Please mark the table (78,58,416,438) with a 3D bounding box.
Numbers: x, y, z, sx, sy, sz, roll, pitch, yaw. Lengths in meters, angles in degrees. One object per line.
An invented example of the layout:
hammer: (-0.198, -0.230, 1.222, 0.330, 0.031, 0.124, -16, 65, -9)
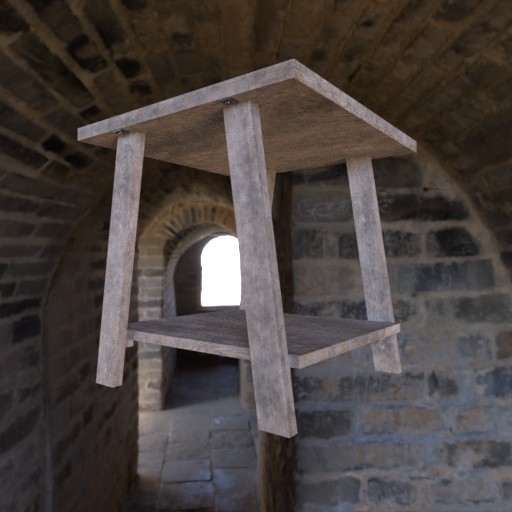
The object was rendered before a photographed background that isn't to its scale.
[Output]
table: (0.000, 0.000, 1.116, 0.610, 0.610, 0.610, 0, -1, 37)
